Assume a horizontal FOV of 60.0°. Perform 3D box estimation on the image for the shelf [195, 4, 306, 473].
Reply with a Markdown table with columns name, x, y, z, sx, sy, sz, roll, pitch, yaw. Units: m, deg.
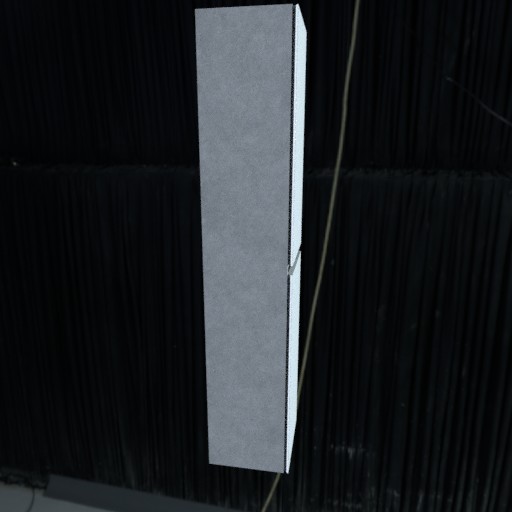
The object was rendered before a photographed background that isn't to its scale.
| name | x | y | z | sx | sy | sz | roll | pitch | yaw |
| --- | --- | --- | --- | --- | --- | --- | --- | --- | --- |
| shelf | 0.000 | 0.000 | 1.457 | 0.270 | 1.400 | 0.300 | 3 | 15 | 10 |
